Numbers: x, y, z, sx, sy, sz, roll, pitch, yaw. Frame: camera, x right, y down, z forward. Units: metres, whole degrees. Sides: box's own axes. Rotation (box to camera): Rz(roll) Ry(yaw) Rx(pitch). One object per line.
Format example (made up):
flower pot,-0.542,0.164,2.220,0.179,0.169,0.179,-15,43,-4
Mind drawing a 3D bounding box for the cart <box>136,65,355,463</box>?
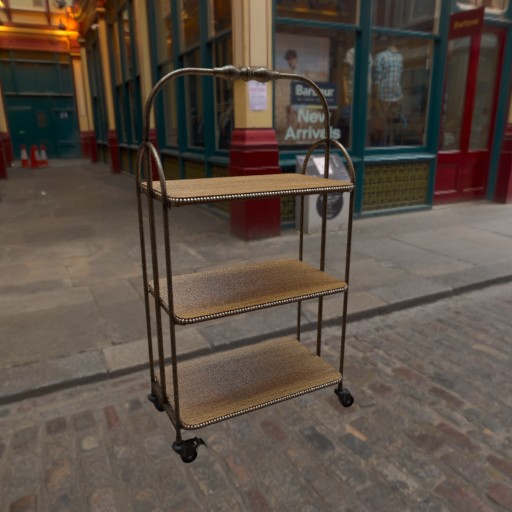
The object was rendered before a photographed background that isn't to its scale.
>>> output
cart,0.000,0.000,1.330,0.650,1.052,0.330,-8,18,-26
